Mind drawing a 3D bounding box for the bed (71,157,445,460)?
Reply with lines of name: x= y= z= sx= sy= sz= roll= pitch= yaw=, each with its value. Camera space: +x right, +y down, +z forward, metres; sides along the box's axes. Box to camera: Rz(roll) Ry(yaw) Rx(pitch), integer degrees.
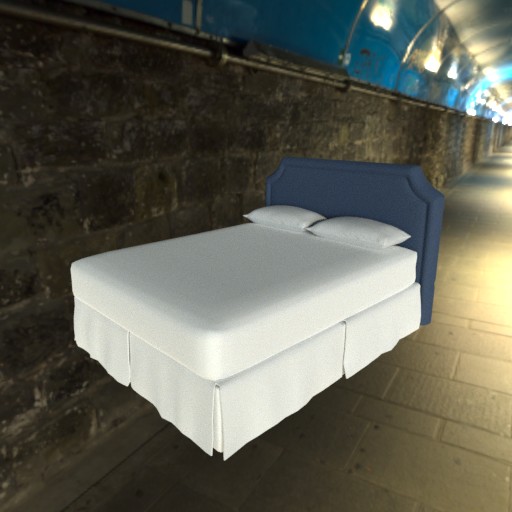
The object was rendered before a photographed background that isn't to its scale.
bed: x=0.000 y=0.000 z=3.333 sx=2.260 sy=1.297 sz=1.831 roll=-15 pitch=22 yaw=-42
